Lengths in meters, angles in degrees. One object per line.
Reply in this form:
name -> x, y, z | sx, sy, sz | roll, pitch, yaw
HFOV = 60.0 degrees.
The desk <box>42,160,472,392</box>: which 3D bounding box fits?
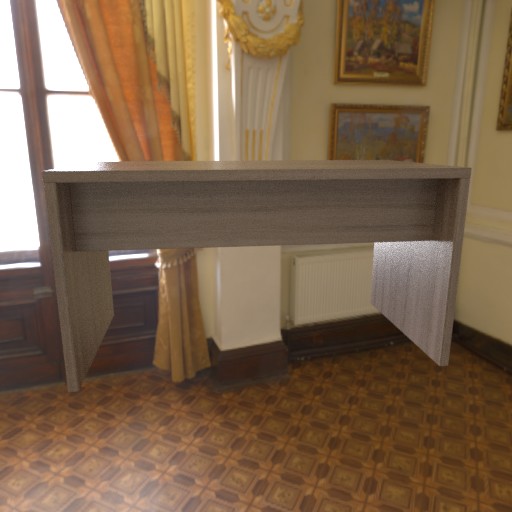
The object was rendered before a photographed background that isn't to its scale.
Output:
desk -> 0.000, 0.000, 1.834 | 1.380, 0.745, 0.690 | -2, 15, -7
